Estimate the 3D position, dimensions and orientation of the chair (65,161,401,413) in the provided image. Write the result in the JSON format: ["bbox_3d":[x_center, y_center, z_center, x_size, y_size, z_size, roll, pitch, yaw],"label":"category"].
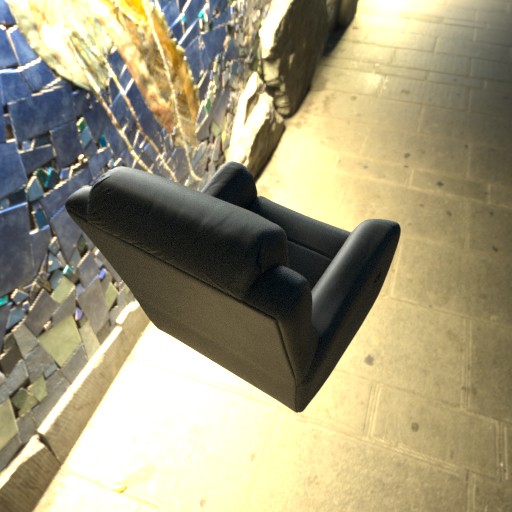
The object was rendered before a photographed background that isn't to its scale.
[{"bbox_3d":[0.000,0.000,1.928,0.965,1.116,1.068,25,50,23],"label":"chair"}]
